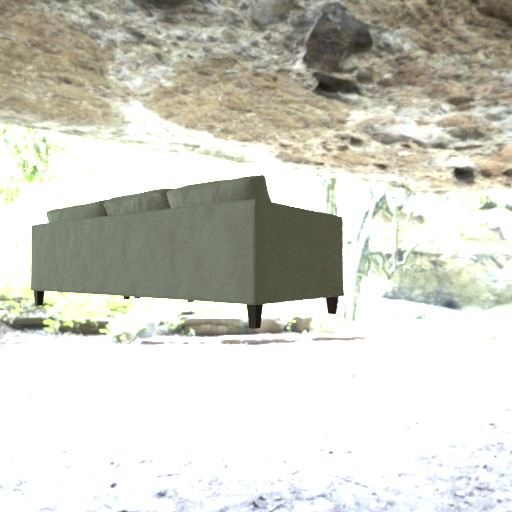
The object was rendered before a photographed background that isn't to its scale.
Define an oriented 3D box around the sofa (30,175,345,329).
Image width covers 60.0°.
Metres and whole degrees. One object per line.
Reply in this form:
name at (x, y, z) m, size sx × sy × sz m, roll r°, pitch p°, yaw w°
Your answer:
sofa at (0.000, 0.000, 4.286) m, size 2.432 × 0.863 × 3.182 m, roll -1°, pitch -2°, yaw 37°
